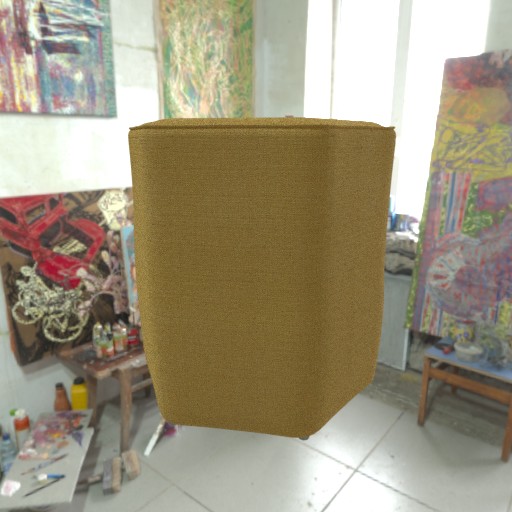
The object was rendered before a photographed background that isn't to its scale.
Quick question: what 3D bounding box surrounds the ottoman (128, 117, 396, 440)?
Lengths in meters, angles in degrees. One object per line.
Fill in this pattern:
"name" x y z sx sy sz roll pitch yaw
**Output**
"ottoman" 0.000 0.000 0.863 0.494 0.502 0.443 3 15 9
